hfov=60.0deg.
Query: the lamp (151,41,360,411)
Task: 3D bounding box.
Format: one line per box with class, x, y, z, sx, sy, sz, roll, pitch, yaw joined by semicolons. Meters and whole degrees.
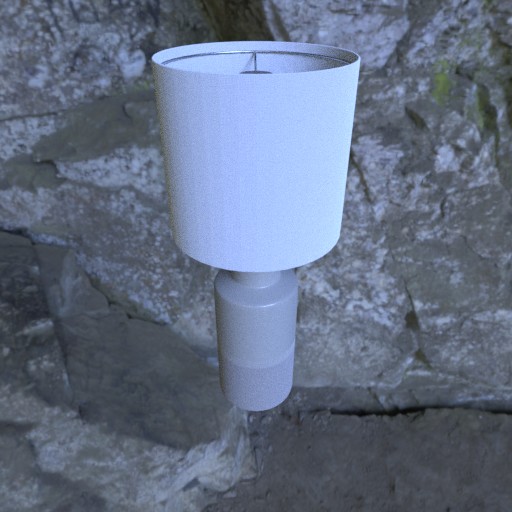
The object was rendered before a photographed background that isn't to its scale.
lamp;0.000;0.000;0.590;0.212;0.493;0.212;0;33;0
